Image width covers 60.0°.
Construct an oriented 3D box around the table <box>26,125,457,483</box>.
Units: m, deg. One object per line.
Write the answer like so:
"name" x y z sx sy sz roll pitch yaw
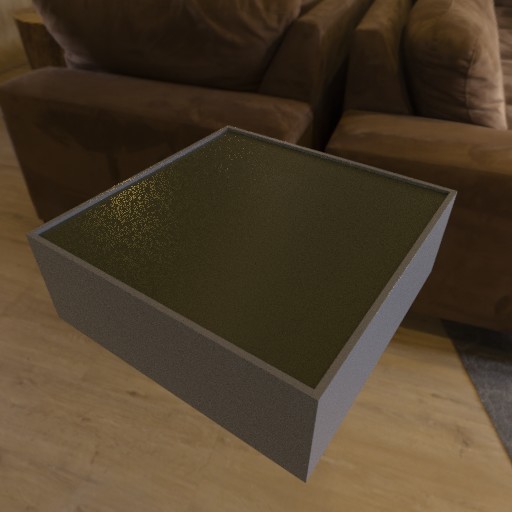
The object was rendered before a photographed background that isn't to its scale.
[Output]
"table" 0.000 0.000 1.243 0.801 0.299 0.801 24 44 26
